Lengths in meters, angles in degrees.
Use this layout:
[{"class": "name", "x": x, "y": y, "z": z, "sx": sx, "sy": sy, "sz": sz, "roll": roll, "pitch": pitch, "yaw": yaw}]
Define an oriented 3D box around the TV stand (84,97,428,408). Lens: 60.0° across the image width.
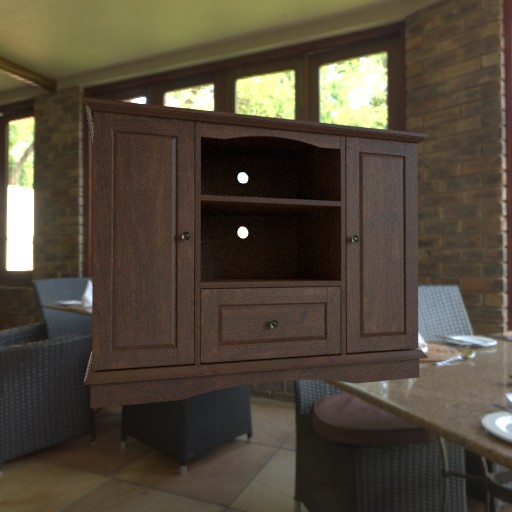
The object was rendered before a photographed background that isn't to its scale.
[{"class": "TV stand", "x": 0.000, "y": 0.000, "z": 1.500, "sx": 1.067, "sy": 0.813, "sz": 0.406, "roll": 0, "pitch": -1, "yaw": -18}]
